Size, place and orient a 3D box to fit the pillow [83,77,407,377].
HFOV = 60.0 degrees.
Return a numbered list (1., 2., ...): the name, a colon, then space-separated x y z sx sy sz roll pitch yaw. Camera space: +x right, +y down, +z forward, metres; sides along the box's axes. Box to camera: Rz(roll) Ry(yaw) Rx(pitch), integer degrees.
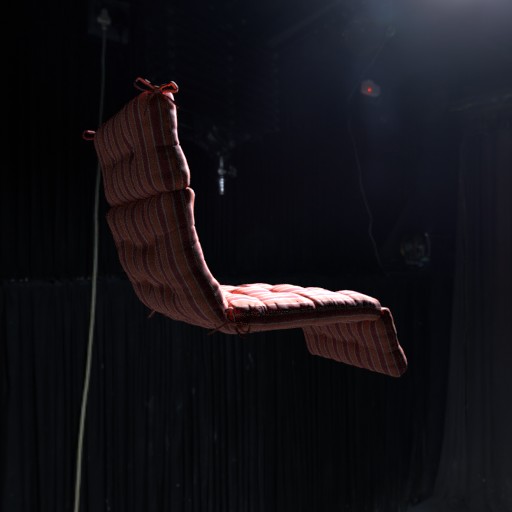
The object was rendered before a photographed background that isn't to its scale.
1. pillow: 0.000 0.000 1.508 1.016 0.863 0.526 0 0 -34
